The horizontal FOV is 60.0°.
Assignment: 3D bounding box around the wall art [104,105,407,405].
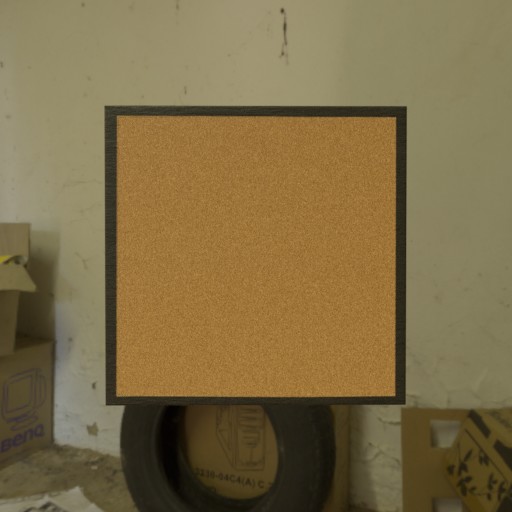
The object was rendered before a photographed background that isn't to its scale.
[{"bbox_3d":[0.000,0.000,1.037,0.695,0.691,0.029,0,1,0],"label":"wall art"}]
